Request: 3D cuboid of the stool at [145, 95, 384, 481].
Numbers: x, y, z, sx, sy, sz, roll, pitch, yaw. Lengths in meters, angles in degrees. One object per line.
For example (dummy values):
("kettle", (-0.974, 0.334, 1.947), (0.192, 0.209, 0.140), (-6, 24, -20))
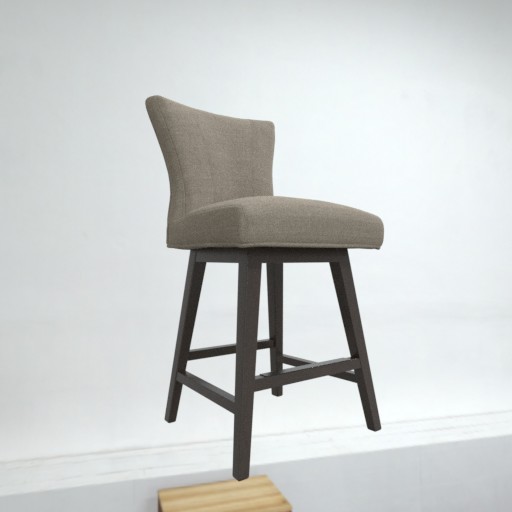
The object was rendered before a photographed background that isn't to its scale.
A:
("stool", (0.000, 0.000, 1.340), (0.514, 1.000, 0.574), (0, 0, -37))
